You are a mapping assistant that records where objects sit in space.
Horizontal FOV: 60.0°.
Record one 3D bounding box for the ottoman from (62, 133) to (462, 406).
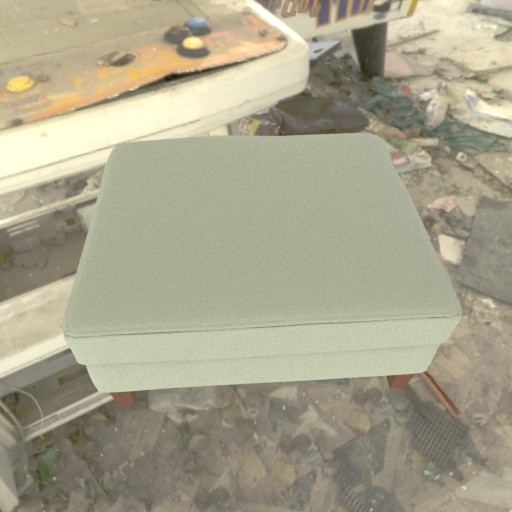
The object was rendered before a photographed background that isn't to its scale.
[{"bbox_3d":[0.000,0.000,1.477,0.991,0.494,0.842,-3,47,-3],"label":"ottoman"}]
